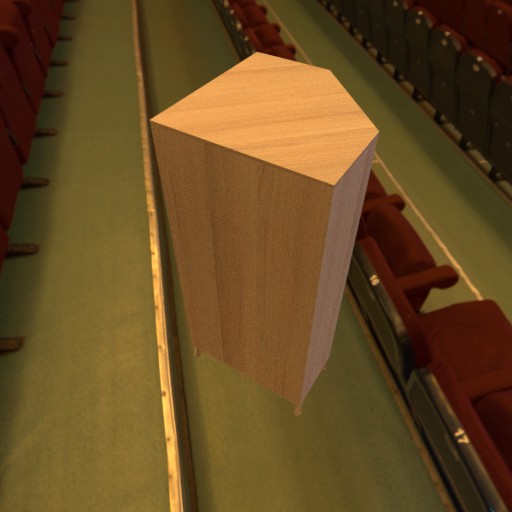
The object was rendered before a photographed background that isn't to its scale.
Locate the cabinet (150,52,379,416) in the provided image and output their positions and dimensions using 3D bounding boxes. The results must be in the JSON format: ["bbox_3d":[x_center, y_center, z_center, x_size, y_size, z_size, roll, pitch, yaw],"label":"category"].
[{"bbox_3d":[0.000,0.000,2.746,0.969,1.957,1.272,-9,47,-9],"label":"cabinet"}]
